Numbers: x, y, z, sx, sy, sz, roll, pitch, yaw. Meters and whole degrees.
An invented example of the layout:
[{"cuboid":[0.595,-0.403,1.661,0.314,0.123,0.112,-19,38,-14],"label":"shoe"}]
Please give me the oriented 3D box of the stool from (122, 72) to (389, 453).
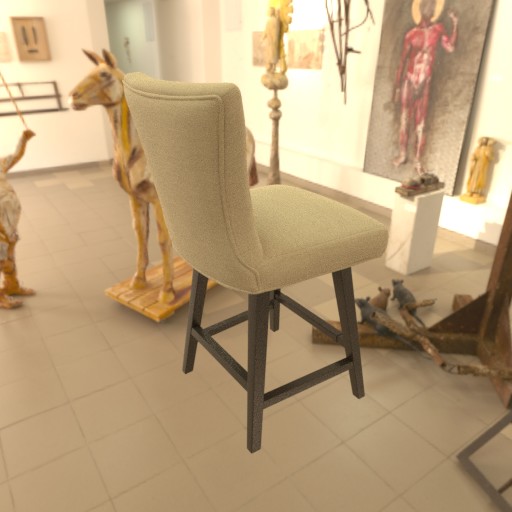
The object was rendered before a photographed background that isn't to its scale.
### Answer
[{"cuboid":[0.000,0.000,1.310,0.574,1.000,0.514,-17,30,-31],"label":"stool"}]
